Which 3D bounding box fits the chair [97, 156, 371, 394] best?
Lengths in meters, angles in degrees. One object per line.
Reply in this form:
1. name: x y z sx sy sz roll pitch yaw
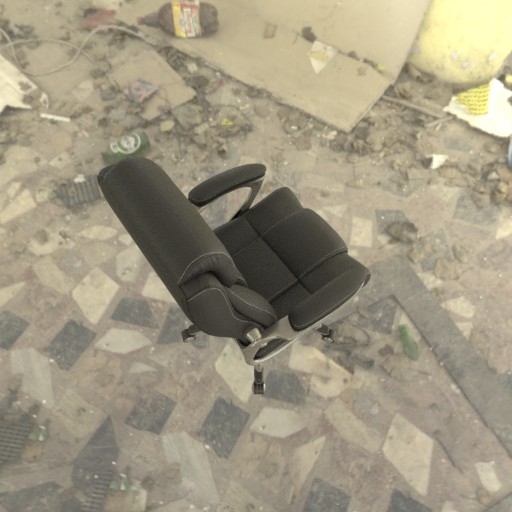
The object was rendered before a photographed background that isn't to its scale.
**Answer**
1. chair: 0.000 0.000 1.694 0.784 1.167 0.741 -32 65 -17
